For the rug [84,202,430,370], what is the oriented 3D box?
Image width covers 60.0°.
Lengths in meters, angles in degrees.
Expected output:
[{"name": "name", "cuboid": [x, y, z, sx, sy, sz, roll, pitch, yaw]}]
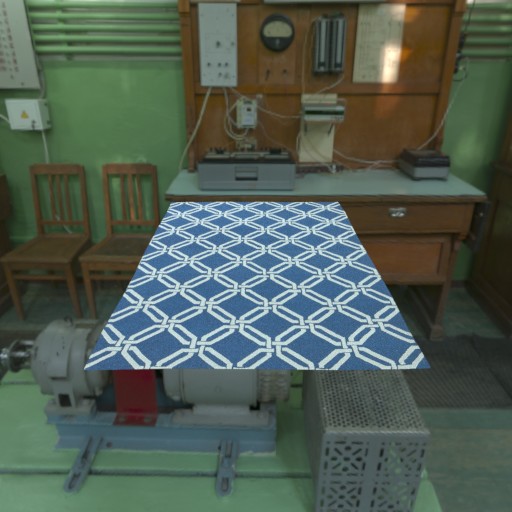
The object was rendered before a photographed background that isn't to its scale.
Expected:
[{"name": "rug", "cuboid": [0.000, 0.000, 2.245, 1.153, 0.010, 1.755, 0, 25, 0]}]
